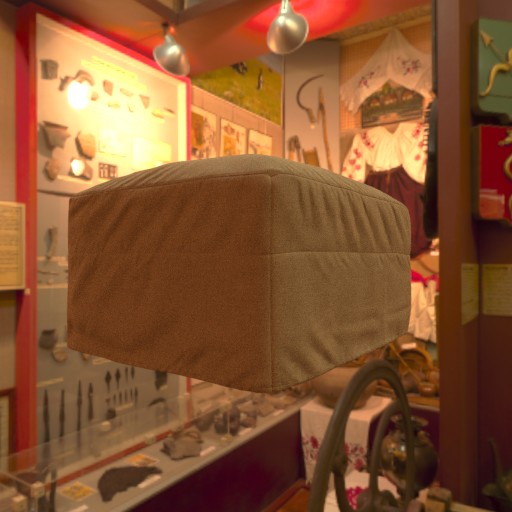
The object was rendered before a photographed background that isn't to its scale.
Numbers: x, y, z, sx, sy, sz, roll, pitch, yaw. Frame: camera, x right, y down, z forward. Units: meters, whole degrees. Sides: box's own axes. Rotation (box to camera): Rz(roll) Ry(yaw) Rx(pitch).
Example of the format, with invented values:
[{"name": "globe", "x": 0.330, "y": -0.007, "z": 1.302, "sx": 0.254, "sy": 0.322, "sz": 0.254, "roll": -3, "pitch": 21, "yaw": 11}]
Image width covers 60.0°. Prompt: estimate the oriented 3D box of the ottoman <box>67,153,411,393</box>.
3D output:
[{"name": "ottoman", "x": 0.000, "y": 0.000, "z": 1.267, "sx": 0.683, "sy": 0.481, "sz": 0.837, "roll": 0, "pitch": -1, "yaw": 36}]
